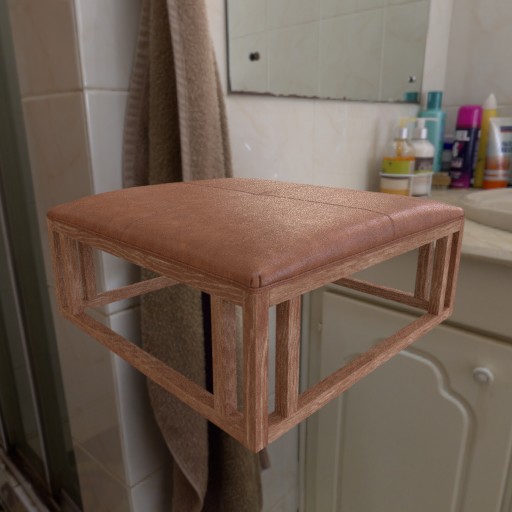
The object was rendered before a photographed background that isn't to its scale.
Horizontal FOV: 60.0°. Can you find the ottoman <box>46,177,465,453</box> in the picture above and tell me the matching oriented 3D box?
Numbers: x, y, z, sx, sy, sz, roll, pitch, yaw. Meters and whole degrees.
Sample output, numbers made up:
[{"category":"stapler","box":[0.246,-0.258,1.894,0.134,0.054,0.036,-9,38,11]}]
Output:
[{"category":"ottoman","box":[0.000,0.000,1.544,1.013,0.442,1.016,-16,23,-43]}]
